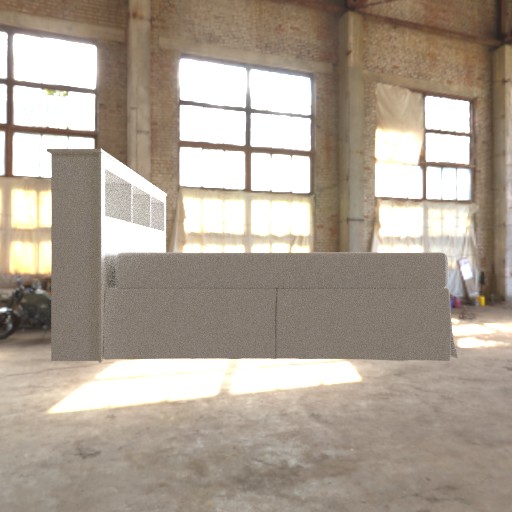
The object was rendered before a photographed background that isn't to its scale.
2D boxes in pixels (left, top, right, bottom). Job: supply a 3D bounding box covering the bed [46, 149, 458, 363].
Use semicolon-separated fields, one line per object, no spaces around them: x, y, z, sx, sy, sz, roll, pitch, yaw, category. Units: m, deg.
0.000;0.000;3.088;2.133;1.092;1.671;0;0;0;bed
